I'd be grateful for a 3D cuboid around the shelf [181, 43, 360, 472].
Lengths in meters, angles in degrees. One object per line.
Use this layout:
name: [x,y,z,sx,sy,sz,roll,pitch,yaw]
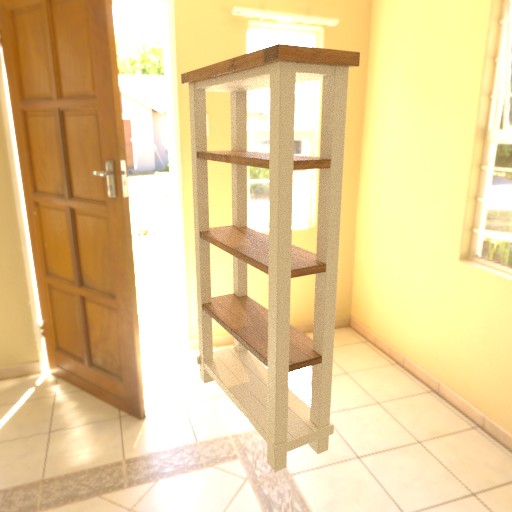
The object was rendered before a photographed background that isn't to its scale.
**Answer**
shelf: [0.000,0.000,2.351,0.381,1.878,1.022,-9,18,-28]
